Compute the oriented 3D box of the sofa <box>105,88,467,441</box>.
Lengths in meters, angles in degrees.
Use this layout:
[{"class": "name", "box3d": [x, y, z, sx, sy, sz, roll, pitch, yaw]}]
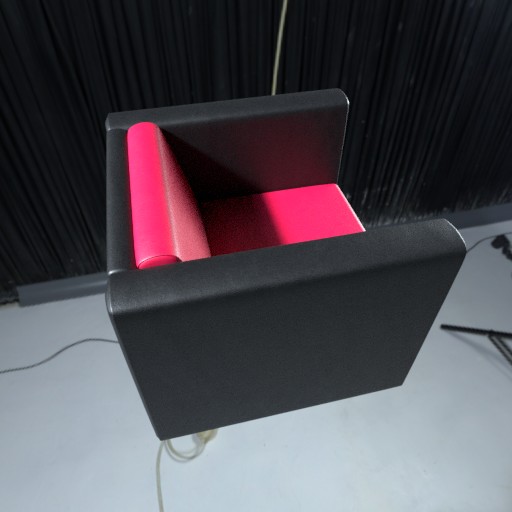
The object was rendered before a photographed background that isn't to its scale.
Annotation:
[{"class": "sofa", "box3d": [0.000, 0.000, 1.452, 0.809, 0.724, 0.839, -10, 46, -9]}]
